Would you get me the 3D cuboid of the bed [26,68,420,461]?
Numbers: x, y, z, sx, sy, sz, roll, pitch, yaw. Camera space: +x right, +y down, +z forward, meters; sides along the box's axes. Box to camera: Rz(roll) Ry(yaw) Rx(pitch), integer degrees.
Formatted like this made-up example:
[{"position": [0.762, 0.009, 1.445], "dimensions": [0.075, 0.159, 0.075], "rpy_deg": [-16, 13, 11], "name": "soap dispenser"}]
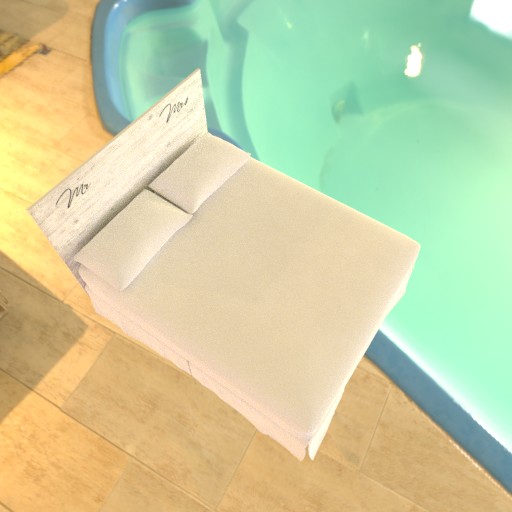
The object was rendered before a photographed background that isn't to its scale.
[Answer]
[{"position": [0.000, 0.000, 3.200], "dimensions": [2.094, 1.335, 1.745], "rpy_deg": [30, 63, 17], "name": "bed"}]
